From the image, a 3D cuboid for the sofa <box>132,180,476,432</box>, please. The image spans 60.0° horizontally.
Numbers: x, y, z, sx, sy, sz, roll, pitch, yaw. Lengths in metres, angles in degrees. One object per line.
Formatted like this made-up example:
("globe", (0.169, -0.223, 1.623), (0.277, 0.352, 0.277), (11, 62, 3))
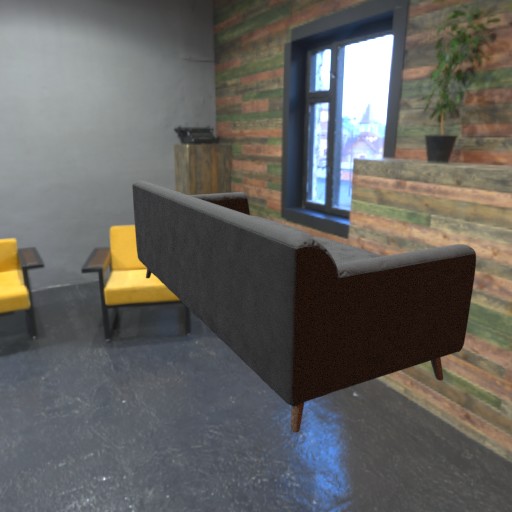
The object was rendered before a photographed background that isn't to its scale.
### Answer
("sofa", (0.000, 0.000, 2.579), (0.900, 0.740, 2.190), (-8, 17, -27))
